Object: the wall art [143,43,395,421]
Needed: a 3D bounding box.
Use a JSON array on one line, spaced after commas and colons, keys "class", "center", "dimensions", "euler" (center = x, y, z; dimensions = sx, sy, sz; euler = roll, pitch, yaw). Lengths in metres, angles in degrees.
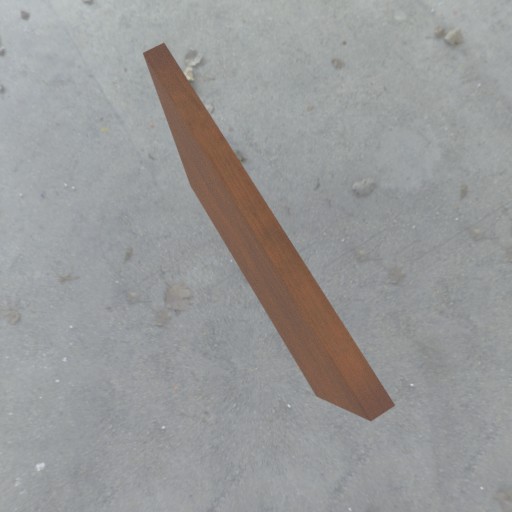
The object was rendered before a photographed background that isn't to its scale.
[{"class": "wall art", "center": [0.000, 0.000, 0.777], "dimensions": [0.033, 0.457, 0.558], "euler": [-30, 78, -7]}]
